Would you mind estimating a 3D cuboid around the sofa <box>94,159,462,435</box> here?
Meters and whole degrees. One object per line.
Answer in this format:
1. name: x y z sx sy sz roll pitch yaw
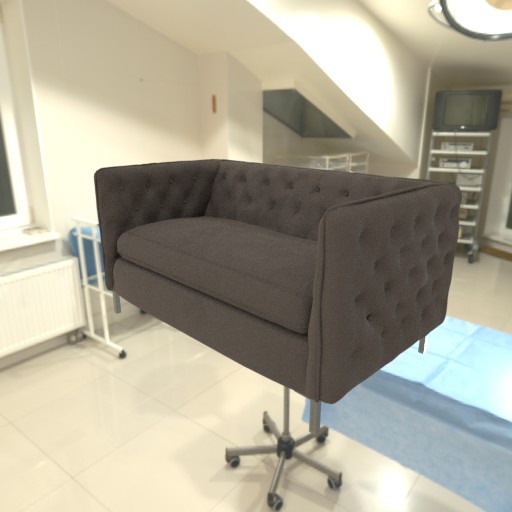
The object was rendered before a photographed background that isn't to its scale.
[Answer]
1. sofa: 0.000 0.000 2.169 0.909 0.810 1.583 -17 24 -42
